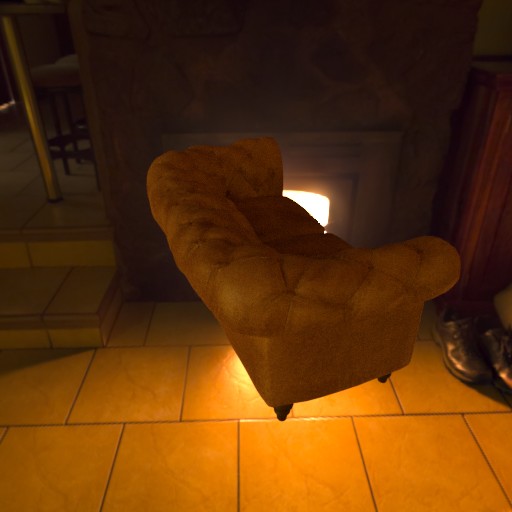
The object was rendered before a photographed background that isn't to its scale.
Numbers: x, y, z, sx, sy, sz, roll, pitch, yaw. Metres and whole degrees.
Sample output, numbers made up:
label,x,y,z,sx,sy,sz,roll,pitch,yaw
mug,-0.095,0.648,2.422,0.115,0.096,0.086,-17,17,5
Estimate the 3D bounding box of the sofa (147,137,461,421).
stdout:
label,x,y,z,sx,sy,sz,roll,pitch,yaw
sofa,0.000,0.000,2.560,1.042,0.877,1.979,-11,31,-19
